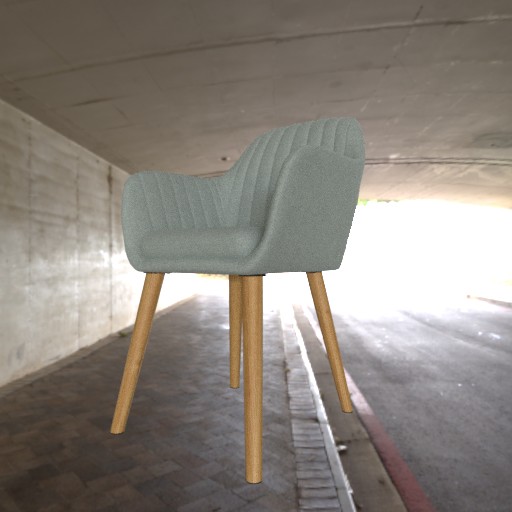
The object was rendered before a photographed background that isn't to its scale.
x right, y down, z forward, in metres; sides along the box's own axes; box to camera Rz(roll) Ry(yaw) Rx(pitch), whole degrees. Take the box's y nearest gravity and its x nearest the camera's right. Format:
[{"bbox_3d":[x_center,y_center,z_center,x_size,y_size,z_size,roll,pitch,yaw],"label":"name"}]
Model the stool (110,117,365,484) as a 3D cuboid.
[{"bbox_3d":[0.000,0.000,1.157,0.503,0.830,0.590,0,0,35],"label":"stool"}]
